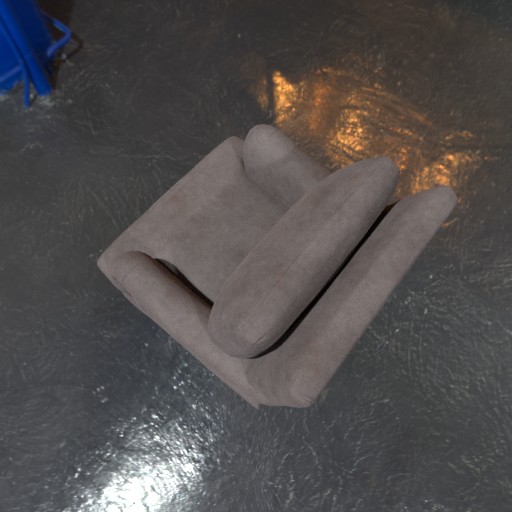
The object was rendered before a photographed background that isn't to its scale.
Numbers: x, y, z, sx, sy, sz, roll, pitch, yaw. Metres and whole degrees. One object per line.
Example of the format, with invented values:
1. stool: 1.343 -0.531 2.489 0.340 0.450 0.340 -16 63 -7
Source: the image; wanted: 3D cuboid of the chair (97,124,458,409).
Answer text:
1. chair: 0.000 0.000 1.868 1.070 0.997 0.955 36 69 16
